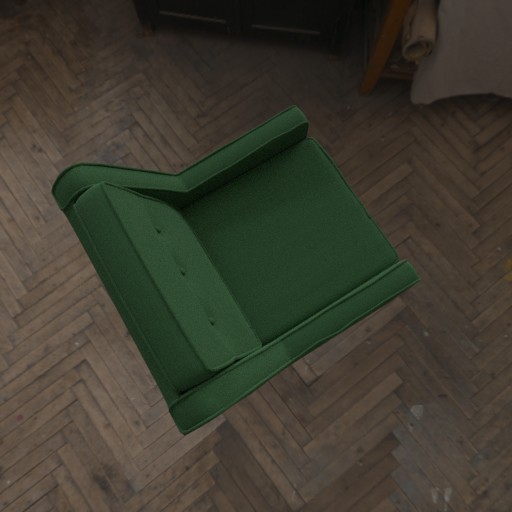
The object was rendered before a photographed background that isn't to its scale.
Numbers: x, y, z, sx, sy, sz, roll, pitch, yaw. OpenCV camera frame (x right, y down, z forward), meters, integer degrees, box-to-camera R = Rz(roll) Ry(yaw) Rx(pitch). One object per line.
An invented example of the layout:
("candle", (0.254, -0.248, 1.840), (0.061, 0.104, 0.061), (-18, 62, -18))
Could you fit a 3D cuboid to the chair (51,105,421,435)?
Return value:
("chair", (0.000, 0.000, 1.334), (0.743, 0.792, 0.663), (-31, 78, -7))
